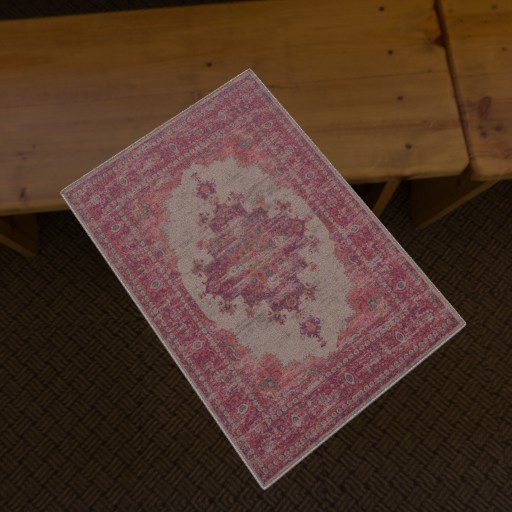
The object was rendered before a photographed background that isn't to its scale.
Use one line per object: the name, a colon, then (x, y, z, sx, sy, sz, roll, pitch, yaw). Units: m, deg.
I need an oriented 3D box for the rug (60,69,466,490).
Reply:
rug: (0.000, 0.000, 3.617, 2.005, 0.014, 2.878, -36, 79, -8)
